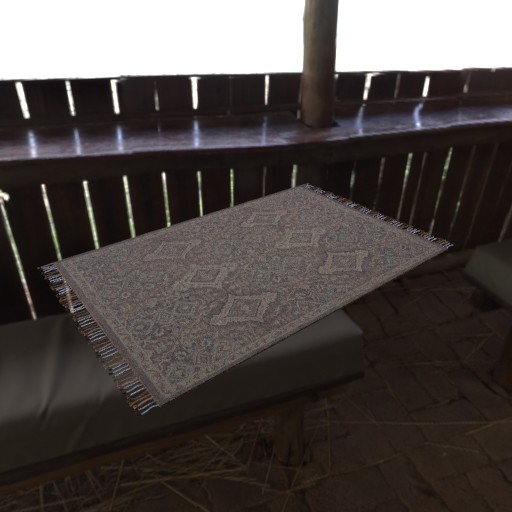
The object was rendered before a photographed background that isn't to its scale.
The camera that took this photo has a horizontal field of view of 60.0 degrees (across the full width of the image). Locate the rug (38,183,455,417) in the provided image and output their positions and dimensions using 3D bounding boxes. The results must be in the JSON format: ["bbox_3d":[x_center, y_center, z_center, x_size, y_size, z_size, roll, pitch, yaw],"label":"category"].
[{"bbox_3d":[0.000,0.000,3.021,2.434,0.010,1.516,-22,37,-32],"label":"rug"}]
